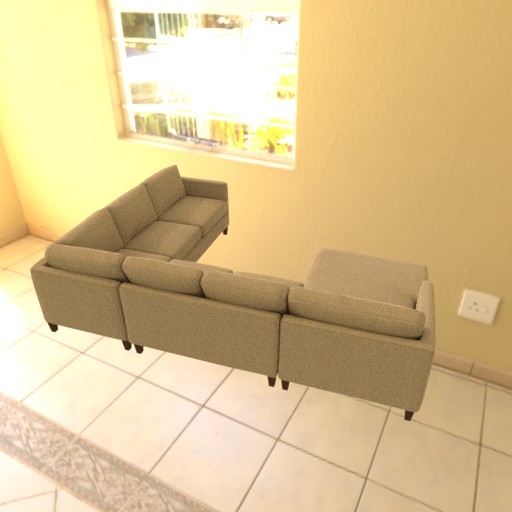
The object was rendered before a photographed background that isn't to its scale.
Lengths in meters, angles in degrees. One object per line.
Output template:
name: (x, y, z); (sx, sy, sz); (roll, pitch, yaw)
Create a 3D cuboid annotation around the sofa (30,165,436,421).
sofa: (0.000, 0.000, 4.644); (3.460, 0.959, 2.593); (10, 32, 16)
